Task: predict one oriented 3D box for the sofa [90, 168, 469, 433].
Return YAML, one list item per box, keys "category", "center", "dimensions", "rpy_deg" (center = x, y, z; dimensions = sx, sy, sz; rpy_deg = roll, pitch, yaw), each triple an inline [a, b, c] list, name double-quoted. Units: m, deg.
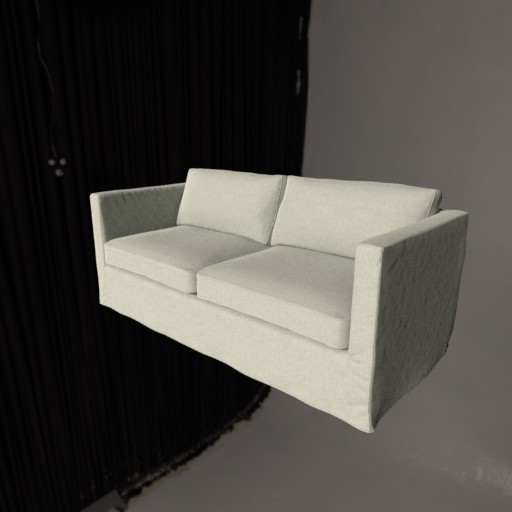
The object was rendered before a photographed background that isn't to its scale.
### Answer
- category: "sofa"
  center: [0.000, 0.000, 2.512]
  dimensions: [1.987, 0.870, 0.940]
  rpy_deg: [14, 21, 40]
